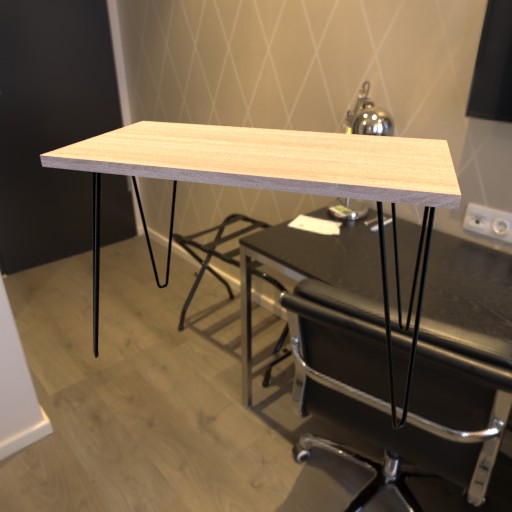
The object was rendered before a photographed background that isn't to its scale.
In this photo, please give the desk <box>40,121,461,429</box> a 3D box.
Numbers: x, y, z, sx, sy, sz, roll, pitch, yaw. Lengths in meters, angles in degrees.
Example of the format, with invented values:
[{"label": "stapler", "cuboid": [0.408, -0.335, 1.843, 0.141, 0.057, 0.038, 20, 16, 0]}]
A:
[{"label": "desk", "cuboid": [0.000, 0.000, 1.349, 0.991, 0.660, 0.499, 8, 28, 16]}]
